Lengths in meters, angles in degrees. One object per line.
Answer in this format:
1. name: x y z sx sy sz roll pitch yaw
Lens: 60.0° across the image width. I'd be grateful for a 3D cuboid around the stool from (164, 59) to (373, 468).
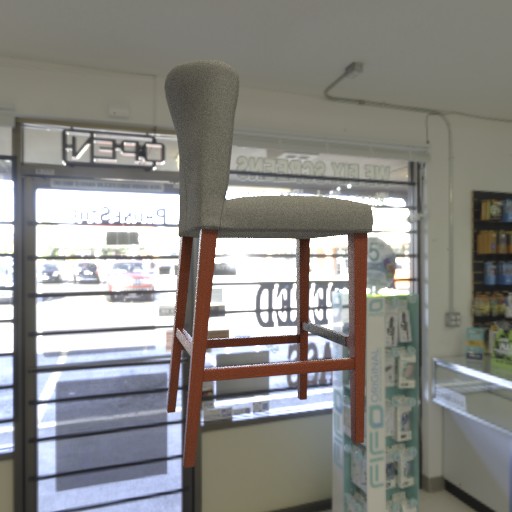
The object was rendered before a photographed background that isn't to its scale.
1. stool: 0.000 0.000 1.400 0.568 1.069 0.481 0 0 -17
